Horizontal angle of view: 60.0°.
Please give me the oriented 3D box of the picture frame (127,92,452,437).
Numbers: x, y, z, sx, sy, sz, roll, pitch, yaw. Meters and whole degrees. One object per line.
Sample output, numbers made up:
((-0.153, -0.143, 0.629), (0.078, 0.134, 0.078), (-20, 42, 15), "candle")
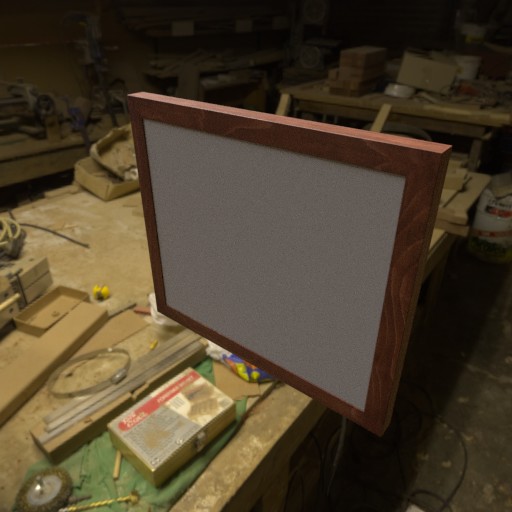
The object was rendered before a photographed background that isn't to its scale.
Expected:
((0.000, 0.000, 0.531), (0.381, 0.330, 0.025), (21, 36, 32), "picture frame")
